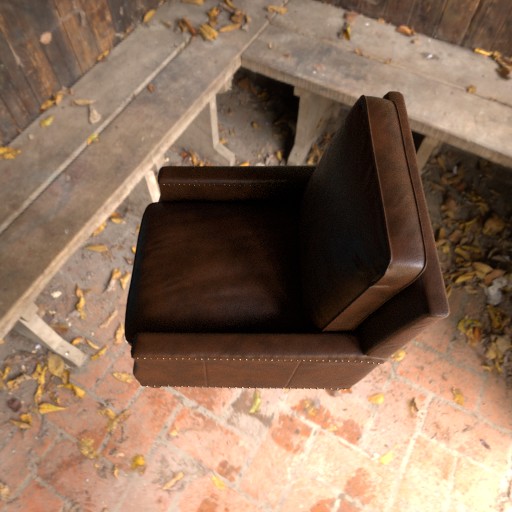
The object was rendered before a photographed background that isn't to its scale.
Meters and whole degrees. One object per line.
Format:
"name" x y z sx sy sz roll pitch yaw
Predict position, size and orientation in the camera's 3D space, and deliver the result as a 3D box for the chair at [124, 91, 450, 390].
"chair" 0.000 0.000 1.751 1.035 1.054 0.854 1 61 0
